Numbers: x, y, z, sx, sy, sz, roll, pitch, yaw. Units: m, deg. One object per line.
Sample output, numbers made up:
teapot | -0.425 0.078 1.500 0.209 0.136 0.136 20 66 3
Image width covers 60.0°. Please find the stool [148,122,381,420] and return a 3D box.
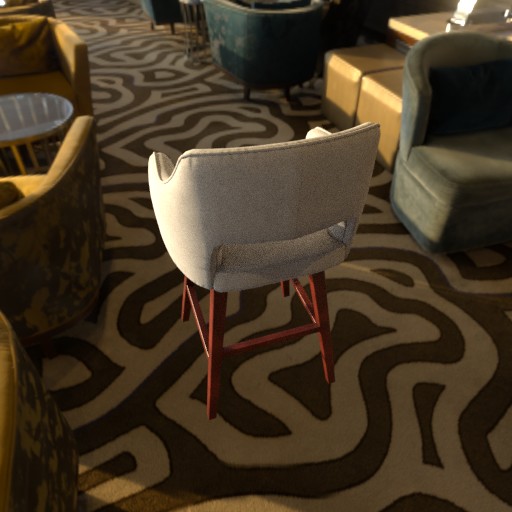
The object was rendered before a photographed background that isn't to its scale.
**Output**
stool | 0.000 0.000 1.367 0.548 1.012 0.558 -12 43 -14
